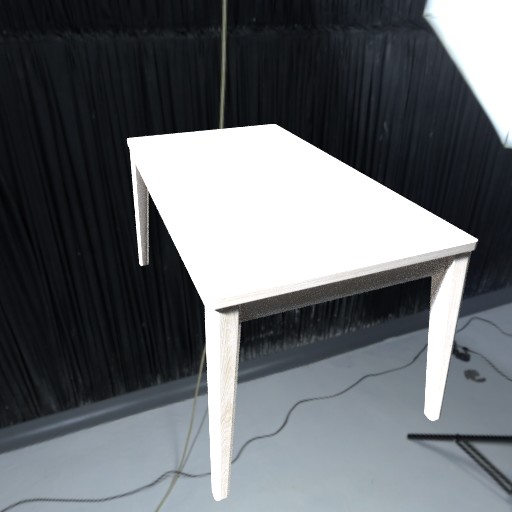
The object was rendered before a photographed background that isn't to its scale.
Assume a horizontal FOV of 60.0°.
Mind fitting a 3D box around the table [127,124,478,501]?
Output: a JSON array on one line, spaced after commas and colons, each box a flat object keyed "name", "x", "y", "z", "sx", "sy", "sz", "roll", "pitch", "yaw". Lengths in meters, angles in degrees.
[{"name": "table", "x": 0.000, "y": 0.000, "z": 2.009, "sx": 0.900, "sy": 0.760, "sz": 1.600, "roll": -11, "pitch": 32, "yaw": -18}]
